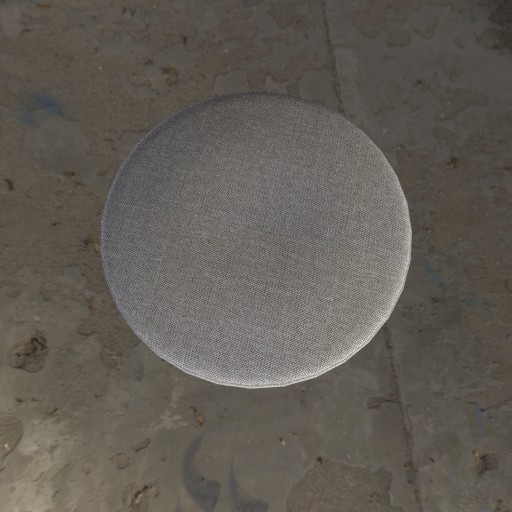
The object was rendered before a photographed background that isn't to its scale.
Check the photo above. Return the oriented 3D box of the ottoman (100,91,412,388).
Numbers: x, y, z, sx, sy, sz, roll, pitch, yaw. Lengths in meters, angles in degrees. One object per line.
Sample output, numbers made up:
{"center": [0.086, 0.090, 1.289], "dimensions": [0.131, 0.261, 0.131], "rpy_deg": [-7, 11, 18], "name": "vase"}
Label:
{"center": [0.000, 0.000, 0.886], "dimensions": [0.500, 0.419, 0.500], "rpy_deg": [0, 75, 0], "name": "ottoman"}
